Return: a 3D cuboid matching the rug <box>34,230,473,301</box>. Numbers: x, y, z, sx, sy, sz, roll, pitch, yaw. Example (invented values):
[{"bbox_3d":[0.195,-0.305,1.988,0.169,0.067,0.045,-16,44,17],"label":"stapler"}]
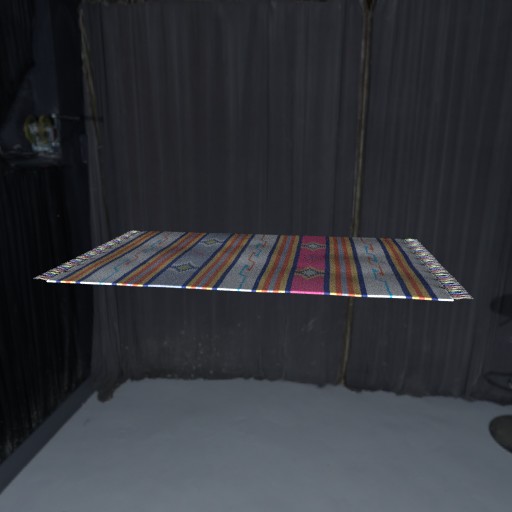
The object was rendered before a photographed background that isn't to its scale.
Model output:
[{"bbox_3d":[0.000,0.000,2.331,1.849,0.013,1.084,2,15,8],"label":"rug"}]
